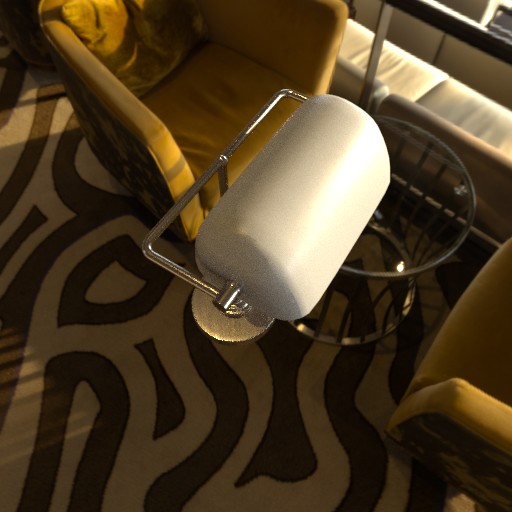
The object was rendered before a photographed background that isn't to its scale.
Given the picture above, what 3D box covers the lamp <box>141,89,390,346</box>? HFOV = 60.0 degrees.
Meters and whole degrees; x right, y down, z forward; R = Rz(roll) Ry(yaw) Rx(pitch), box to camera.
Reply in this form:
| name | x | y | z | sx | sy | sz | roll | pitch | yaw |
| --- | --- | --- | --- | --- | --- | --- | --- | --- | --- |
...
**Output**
| name | x | y | z | sx | sy | sz | roll | pitch | yaw |
| --- | --- | --- | --- | --- | --- | --- | --- | --- | --- |
| lamp | 0.000 | 0.000 | 0.568 | 0.227 | 0.404 | 0.269 | 28 | 63 | 16 |
